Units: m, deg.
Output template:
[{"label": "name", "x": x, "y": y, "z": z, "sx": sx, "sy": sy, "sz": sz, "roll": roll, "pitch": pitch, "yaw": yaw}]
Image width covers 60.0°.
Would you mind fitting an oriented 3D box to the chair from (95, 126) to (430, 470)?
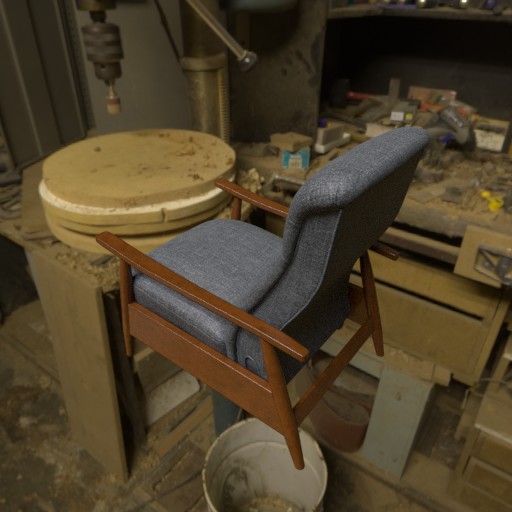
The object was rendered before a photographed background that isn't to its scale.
[{"label": "chair", "x": 0.000, "y": 0.000, "z": 1.784, "sx": 1.030, "sy": 1.082, "sz": 0.762, "roll": 22, "pitch": 38, "yaw": 31}]
